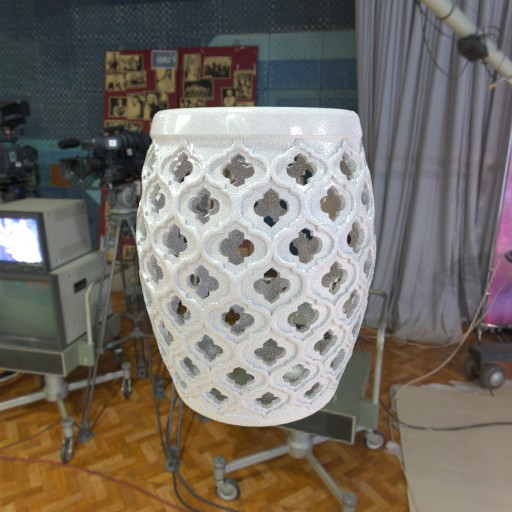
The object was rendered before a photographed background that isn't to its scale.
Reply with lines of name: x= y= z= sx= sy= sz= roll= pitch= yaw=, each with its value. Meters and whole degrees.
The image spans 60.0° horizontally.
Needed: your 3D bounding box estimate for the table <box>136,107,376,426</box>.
table: x=0.000 y=0.000 z=0.628 sx=0.325 sy=0.388 sz=0.325 roll=0 pitch=16 yaw=0
